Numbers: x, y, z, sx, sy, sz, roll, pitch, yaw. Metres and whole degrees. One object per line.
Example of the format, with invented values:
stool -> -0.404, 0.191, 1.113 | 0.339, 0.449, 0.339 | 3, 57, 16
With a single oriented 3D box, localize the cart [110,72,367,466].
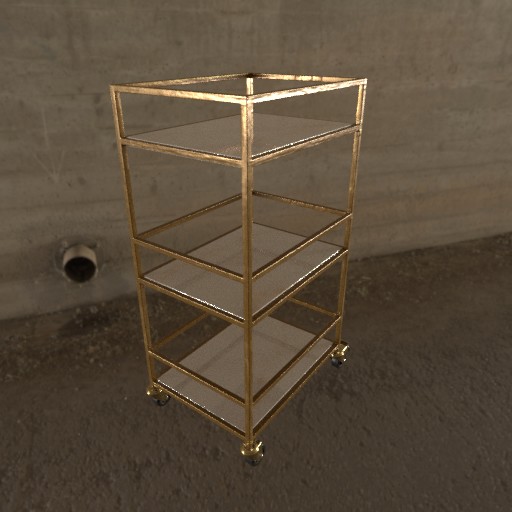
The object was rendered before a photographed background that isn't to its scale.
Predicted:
cart -> 0.000, 0.000, 1.029 | 0.332, 0.761, 0.483 | 18, 31, 32
